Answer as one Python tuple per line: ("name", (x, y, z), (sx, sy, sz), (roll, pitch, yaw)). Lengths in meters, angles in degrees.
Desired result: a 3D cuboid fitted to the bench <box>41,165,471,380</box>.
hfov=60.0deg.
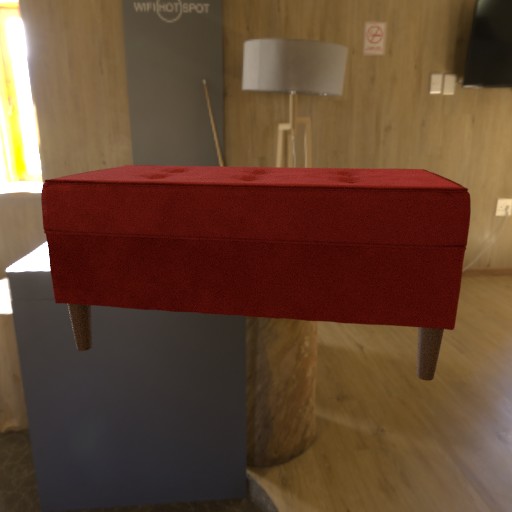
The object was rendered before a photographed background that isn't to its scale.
("bench", (0.000, 0.000, 1.284), (1.016, 0.471, 0.492), (3, 16, 9))
